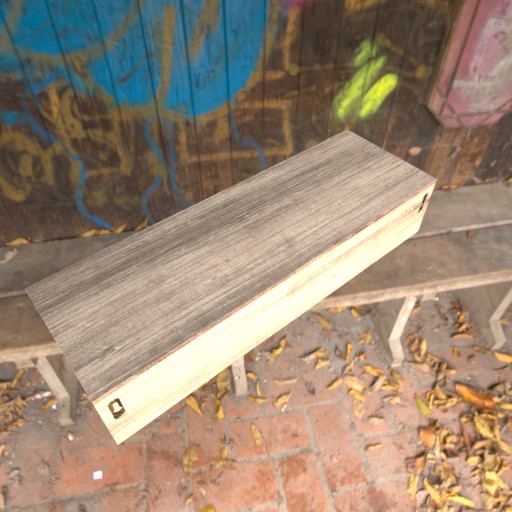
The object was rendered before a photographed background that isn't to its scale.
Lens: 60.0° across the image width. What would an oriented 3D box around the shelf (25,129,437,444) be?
[{"bbox_3d":[0.000,0.000,0.697,0.610,0.125,0.200,-31,54,-26],"label":"shelf"}]
